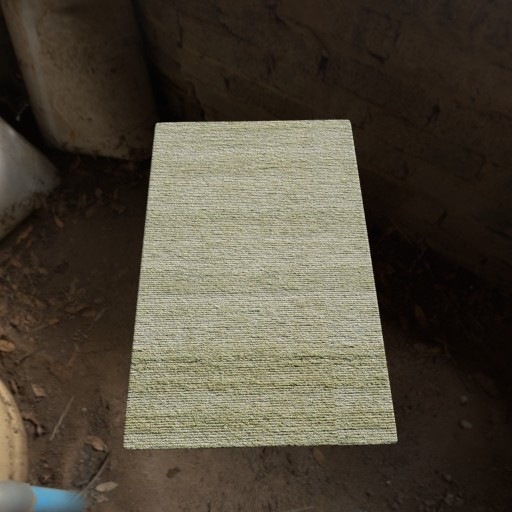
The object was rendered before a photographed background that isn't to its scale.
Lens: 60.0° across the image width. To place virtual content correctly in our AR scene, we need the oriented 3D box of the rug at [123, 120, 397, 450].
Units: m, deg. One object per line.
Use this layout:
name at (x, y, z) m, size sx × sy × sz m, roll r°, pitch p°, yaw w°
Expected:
rug at (0.000, 0.000, 2.216) m, size 1.143 × 0.010 × 1.758 m, roll -1°, pitch 64°, yaw -1°
